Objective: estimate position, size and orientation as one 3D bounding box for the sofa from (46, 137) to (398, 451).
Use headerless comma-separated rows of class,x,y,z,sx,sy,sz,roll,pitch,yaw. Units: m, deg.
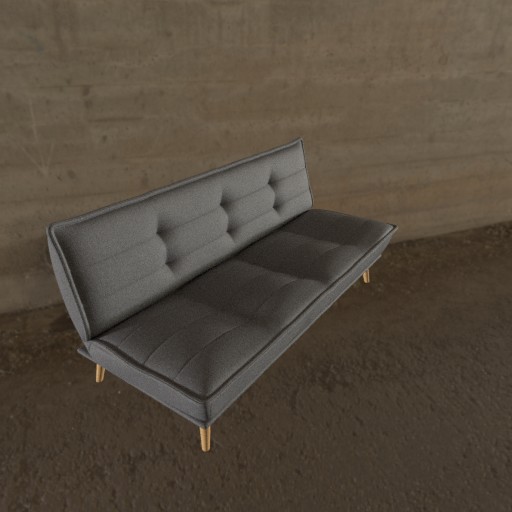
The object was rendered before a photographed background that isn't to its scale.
sofa,0.000,0.000,2.434,0.950,0.890,1.940,18,32,31
